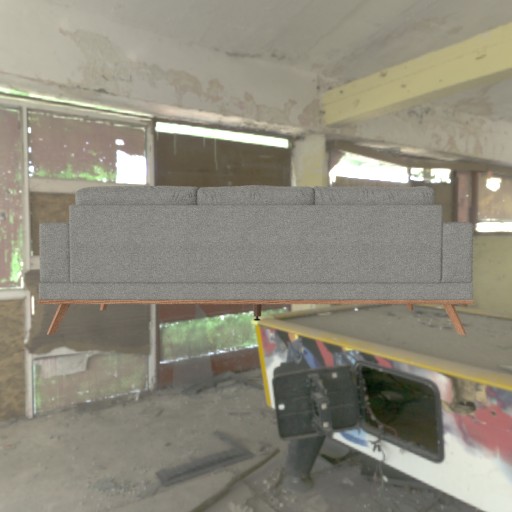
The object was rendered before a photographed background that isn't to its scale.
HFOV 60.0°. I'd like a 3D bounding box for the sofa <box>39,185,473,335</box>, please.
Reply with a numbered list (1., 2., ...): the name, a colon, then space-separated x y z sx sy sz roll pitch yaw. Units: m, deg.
1. sofa: 0.000 0.000 2.781 2.310 0.810 0.920 0 2 0
